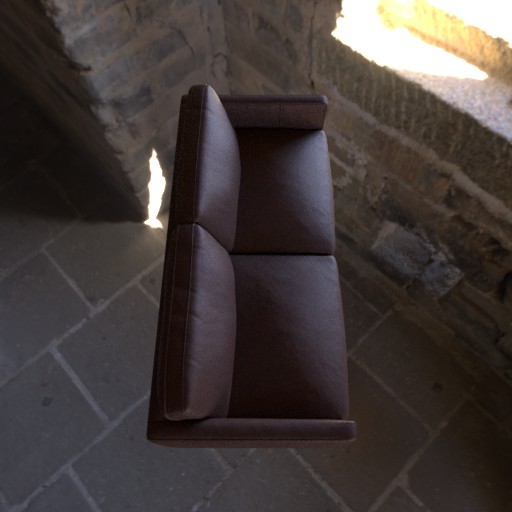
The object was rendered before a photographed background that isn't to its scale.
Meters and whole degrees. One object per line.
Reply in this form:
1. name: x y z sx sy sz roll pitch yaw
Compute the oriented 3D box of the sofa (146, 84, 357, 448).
1. sofa: 0.000 0.000 2.487 0.923 0.863 1.971 0 64 0
